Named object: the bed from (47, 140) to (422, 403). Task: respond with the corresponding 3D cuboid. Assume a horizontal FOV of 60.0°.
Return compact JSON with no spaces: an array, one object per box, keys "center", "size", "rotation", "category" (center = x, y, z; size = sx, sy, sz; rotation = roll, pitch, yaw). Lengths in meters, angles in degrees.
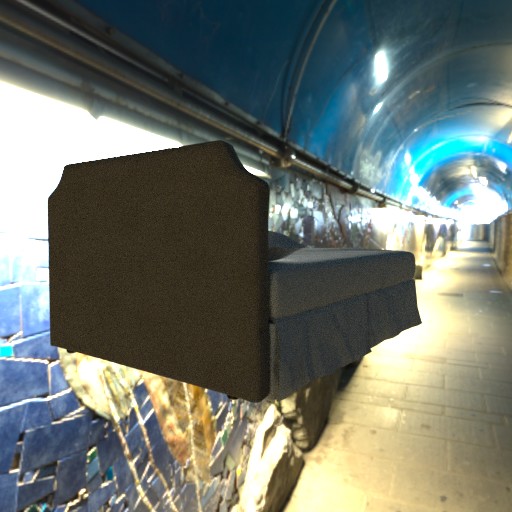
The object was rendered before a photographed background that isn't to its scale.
[{"center":[0.000,0.000,3.575],"size":[1.977,1.293,2.498],"rotation":[2,4,36],"category":"bed"}]
